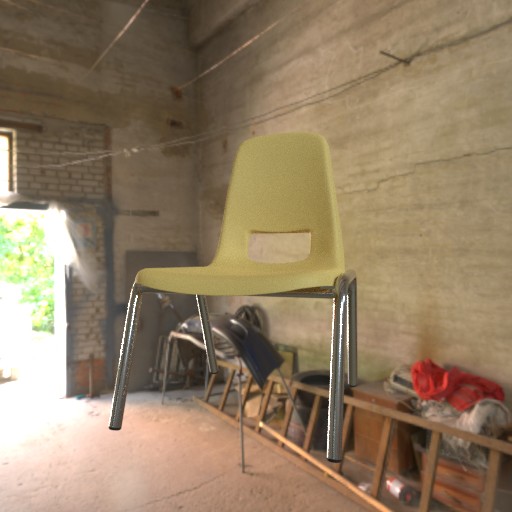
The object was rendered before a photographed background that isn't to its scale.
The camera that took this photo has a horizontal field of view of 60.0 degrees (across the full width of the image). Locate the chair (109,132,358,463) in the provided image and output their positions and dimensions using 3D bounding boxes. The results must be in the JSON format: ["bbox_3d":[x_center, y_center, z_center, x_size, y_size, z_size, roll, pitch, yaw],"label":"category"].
[{"bbox_3d":[0.000,0.000,0.801,0.354,0.536,0.385,0,0,18],"label":"chair"}]
